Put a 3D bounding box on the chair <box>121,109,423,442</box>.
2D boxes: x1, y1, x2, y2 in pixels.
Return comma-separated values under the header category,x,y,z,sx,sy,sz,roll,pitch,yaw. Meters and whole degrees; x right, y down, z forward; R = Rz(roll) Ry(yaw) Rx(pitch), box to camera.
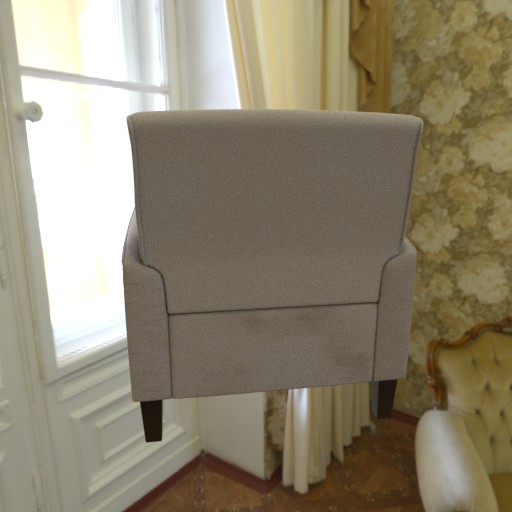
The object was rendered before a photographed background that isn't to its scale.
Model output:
category,x,y,z,sx,sy,sz,roll,pitch,yaw
chair,0.000,0.000,1.542,0.820,0.915,0.821,-2,14,-9
